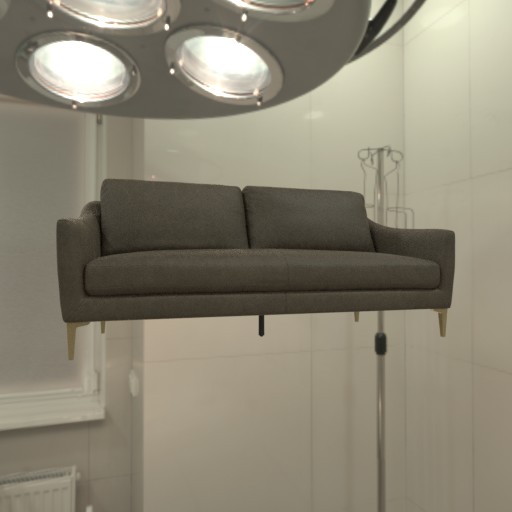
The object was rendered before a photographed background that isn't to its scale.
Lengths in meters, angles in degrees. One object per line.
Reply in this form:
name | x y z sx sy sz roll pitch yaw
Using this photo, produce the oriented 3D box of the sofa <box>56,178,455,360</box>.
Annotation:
sofa | 0.000 0.000 2.573 2.036 0.902 0.960 0 -1 -18
